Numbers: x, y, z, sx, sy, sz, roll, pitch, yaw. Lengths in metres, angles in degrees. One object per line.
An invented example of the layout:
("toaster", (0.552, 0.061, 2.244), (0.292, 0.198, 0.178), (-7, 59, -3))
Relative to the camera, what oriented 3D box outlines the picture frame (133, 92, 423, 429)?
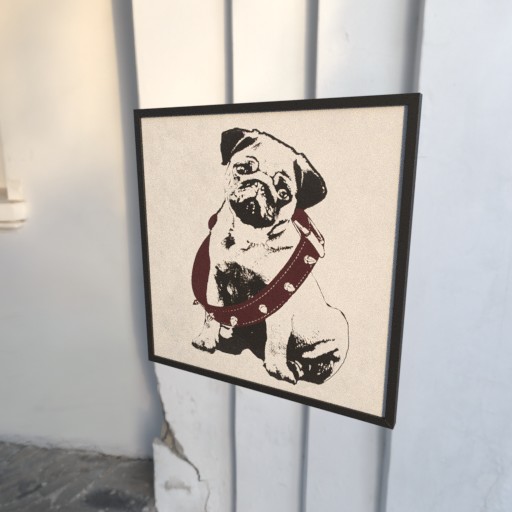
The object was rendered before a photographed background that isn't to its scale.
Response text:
("picture frame", (0.000, 0.000, 1.181), (0.775, 0.775, 0.032), (7, 15, 28))
